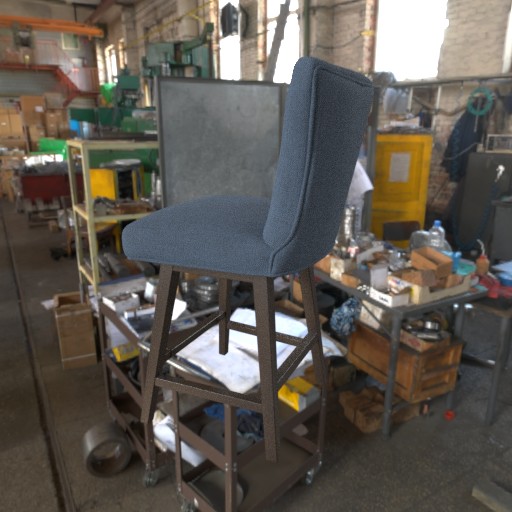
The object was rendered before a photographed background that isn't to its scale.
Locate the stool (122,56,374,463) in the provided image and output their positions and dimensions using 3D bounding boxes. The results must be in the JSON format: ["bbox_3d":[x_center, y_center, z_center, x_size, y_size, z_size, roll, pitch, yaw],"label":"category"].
[{"bbox_3d":[0.000,0.000,1.306,0.574,1.000,0.514,8,18,25],"label":"stool"}]
